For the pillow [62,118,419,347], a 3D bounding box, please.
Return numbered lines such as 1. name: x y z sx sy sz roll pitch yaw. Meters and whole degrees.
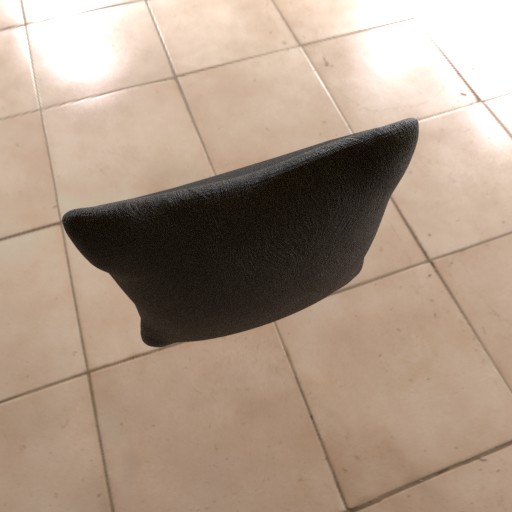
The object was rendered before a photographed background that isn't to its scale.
1. pillow: 0.000 0.000 0.821 0.533 0.523 0.210 -19 64 -10
